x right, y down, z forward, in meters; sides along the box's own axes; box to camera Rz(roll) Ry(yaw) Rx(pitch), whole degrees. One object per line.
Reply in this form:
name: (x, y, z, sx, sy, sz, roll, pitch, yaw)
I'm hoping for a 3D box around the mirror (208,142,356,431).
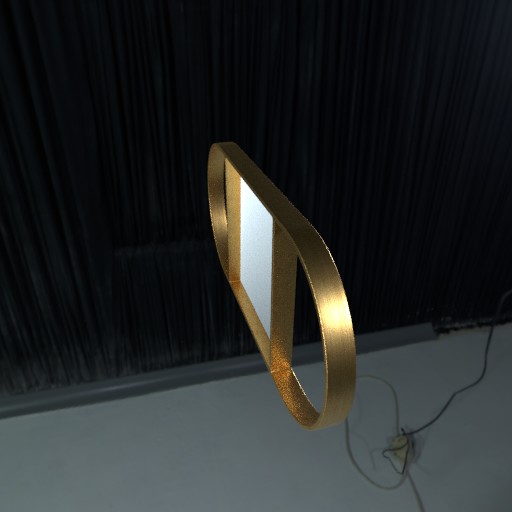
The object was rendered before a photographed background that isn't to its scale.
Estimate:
mirror: (0.000, 0.000, 0.683, 0.032, 0.254, 0.584, -9, 31, -14)
